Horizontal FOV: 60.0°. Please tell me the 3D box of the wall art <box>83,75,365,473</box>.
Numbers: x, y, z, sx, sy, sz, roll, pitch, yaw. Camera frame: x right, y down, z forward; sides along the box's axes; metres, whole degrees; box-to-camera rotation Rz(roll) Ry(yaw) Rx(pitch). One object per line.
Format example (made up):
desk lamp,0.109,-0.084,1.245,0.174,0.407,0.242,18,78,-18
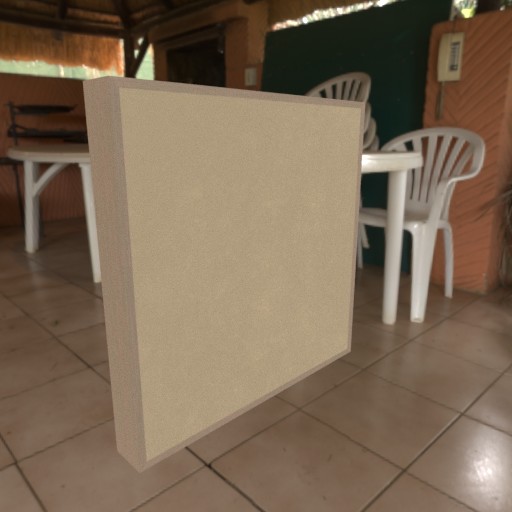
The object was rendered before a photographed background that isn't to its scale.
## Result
wall art,0.000,0.000,0.440,0.304,0.303,0.038,-14,20,-43
